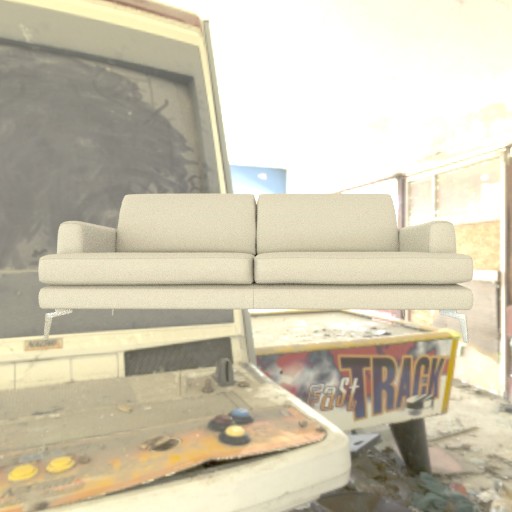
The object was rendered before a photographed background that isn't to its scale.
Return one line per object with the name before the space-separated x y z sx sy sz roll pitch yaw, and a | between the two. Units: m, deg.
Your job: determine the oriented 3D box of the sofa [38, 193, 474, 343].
sofa | 0.000 0.000 2.428 1.940 0.765 0.974 0 0 1
